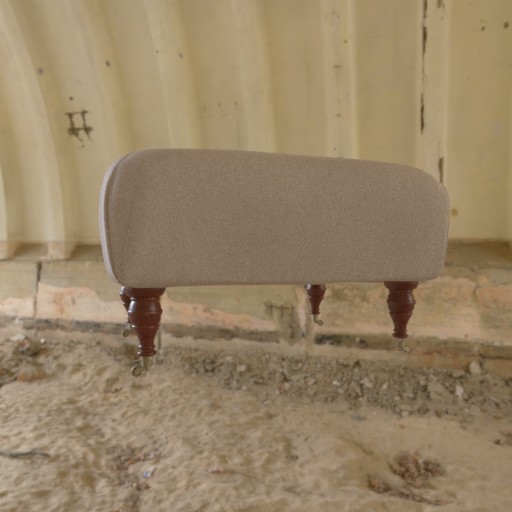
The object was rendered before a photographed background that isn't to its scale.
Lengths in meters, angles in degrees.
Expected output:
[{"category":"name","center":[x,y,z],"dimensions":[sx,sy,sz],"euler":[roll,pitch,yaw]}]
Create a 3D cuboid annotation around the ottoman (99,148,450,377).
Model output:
[{"category":"ottoman","center":[0.000,0.000,1.121],"dimensions":[0.746,0.450,0.622],"euler":[0,0,-19]}]
